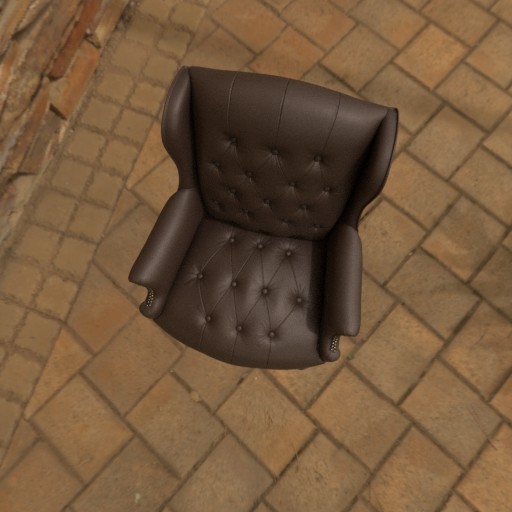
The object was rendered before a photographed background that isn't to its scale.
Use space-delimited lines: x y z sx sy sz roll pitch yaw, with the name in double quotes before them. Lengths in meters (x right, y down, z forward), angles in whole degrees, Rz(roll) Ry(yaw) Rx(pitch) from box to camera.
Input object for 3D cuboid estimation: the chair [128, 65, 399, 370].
"chair" 0.000 0.000 1.690 0.829 1.132 0.819 13 75 4
